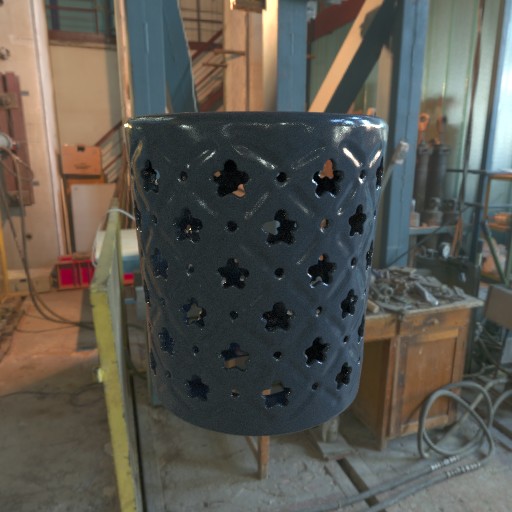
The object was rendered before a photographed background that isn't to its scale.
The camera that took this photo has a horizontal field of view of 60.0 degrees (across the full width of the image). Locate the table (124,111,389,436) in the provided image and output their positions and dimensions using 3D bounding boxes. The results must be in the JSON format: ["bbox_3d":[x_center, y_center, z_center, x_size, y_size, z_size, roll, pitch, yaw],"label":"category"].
[{"bbox_3d":[0.000,0.000,0.652,0.352,0.387,0.352,0,14,0],"label":"table"}]
